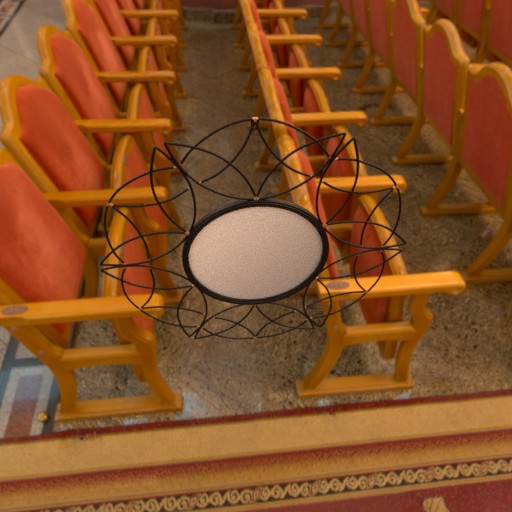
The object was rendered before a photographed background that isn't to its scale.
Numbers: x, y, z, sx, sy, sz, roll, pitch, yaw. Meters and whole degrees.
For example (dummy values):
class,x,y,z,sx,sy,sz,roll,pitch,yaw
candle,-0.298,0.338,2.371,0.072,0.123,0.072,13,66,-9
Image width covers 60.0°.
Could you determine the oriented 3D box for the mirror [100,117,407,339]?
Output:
class,x,y,z,sx,sy,sz,roll,pitch,yaw
mirror,0.000,0.000,1.153,0.797,0.775,0.028,-4,46,-4
